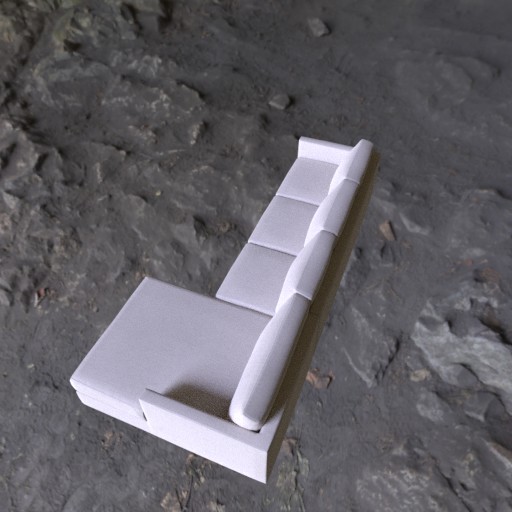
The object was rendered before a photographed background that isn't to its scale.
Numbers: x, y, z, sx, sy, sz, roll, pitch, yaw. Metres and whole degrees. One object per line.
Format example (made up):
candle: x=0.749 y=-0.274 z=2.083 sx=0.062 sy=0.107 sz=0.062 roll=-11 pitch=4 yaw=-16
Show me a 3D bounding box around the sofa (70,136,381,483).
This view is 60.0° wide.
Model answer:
sofa: x=0.000 y=0.000 z=4.173 sx=1.599 sy=0.954 sz=3.471 roll=17 pitch=49 yaw=15
